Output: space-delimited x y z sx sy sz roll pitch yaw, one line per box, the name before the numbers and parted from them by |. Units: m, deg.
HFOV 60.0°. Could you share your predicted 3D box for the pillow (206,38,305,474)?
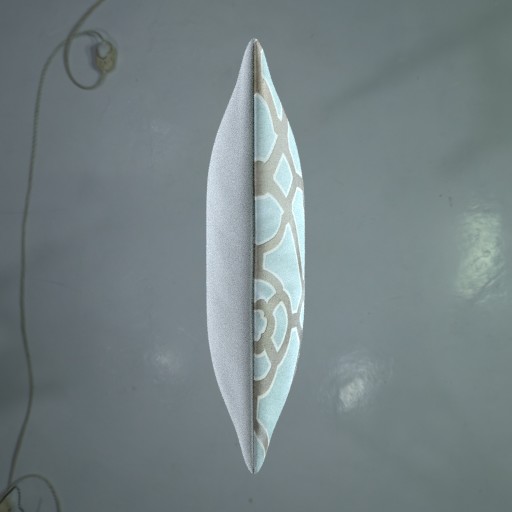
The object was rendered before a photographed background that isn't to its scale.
pillow | 0.000 0.000 0.809 0.166 0.508 0.552 0 91 -1
